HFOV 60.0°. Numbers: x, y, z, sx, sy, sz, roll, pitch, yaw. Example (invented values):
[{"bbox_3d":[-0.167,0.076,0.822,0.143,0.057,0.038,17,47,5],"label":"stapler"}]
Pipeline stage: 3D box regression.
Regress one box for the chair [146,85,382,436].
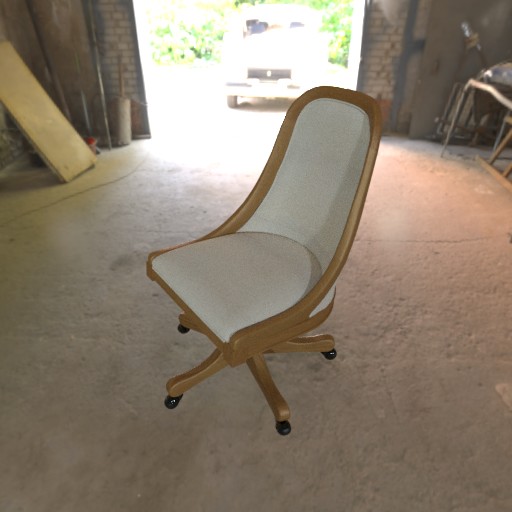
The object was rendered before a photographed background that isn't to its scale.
[{"bbox_3d":[0.000,0.000,1.534,0.811,1.009,0.702,-22,38,-30],"label":"chair"}]
